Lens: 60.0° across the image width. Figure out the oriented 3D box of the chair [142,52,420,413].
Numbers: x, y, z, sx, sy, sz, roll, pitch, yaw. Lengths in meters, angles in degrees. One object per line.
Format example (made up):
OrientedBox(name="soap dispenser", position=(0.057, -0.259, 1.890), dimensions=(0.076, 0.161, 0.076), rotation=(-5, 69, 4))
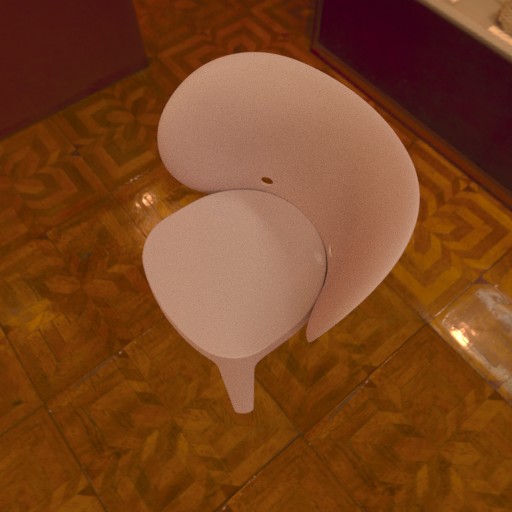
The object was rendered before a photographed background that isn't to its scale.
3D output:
OrientedBox(name="chair", position=(0.000, 0.000, 0.843), dimensions=(0.402, 0.554, 0.451), rotation=(-34, 68, -16))
